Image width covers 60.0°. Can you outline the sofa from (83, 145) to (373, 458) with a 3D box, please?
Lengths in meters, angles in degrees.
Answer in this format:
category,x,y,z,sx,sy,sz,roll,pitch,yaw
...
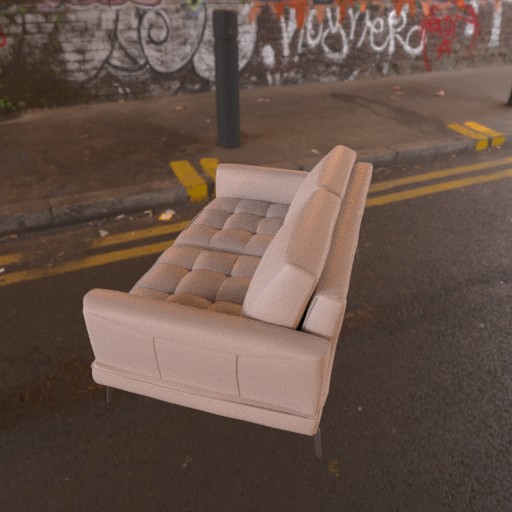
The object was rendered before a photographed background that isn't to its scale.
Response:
category,x,y,z,sx,sy,sz,roll,pitch,yaw
sofa,0.000,0.000,2.533,1.121,0.930,1.819,9,33,14
